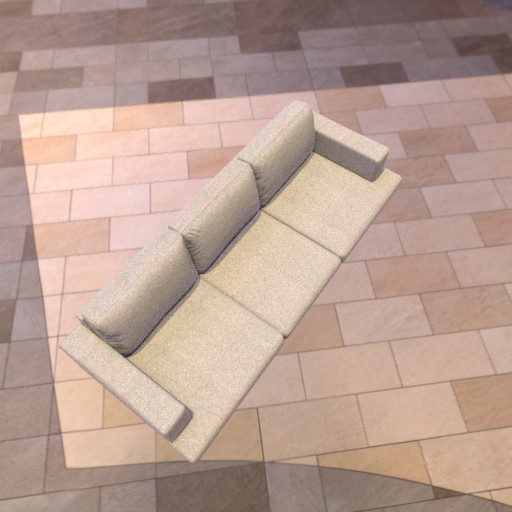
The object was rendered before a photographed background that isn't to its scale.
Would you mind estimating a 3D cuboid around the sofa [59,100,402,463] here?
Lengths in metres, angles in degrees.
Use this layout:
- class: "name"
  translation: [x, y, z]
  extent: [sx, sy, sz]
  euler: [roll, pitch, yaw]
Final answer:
- class: "sofa"
  translation: [0.000, 0.000, 2.808]
  extent: [0.920, 0.810, 2.310]
  euler: [32, 65, 17]
